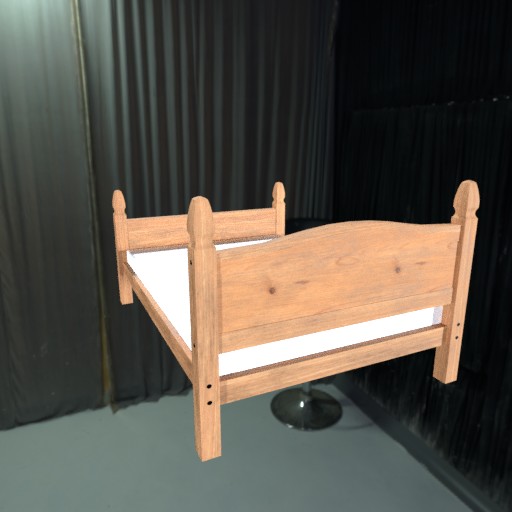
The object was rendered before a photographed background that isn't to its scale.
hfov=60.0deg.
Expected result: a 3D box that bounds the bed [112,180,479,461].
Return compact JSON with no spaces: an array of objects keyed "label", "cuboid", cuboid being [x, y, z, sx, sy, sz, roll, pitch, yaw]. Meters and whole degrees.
[{"label":"bed","cuboid":[0.000,0.000,2.912,1.490,1.100,2.069,-7,17,-25]}]
